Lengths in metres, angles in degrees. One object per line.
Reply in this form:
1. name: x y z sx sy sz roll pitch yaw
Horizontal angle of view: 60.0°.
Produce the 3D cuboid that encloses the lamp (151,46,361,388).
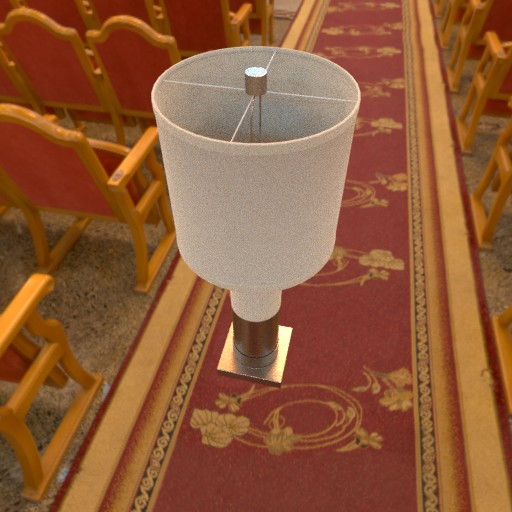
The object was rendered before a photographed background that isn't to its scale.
1. lamp: 0.000 0.000 0.606 0.202 0.509 0.202 10 47 9
